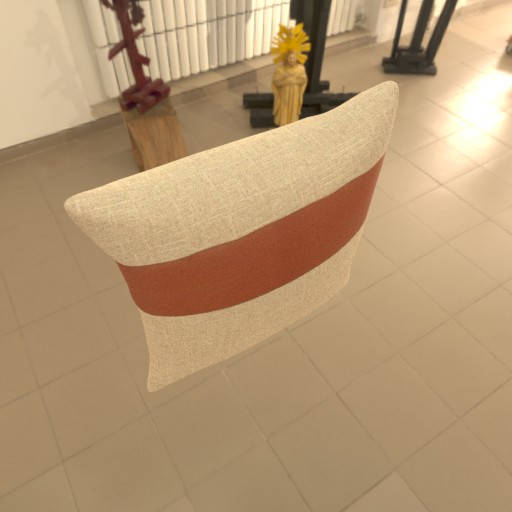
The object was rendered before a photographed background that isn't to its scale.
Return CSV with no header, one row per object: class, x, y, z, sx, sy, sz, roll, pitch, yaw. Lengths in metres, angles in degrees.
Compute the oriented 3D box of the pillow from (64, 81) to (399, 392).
pillow,0.000,0.000,0.622,0.414,0.399,0.173,-26,54,-21
